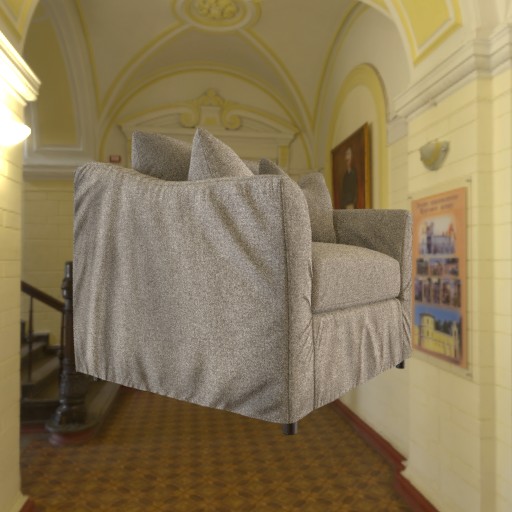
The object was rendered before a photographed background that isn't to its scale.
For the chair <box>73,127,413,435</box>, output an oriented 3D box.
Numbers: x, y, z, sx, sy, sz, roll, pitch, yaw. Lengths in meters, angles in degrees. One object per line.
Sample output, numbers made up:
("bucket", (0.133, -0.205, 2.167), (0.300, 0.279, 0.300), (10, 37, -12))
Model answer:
("chair", (0.000, 0.000, 2.003), (1.071, 1.059, 1.194), (0, -1, 36))
